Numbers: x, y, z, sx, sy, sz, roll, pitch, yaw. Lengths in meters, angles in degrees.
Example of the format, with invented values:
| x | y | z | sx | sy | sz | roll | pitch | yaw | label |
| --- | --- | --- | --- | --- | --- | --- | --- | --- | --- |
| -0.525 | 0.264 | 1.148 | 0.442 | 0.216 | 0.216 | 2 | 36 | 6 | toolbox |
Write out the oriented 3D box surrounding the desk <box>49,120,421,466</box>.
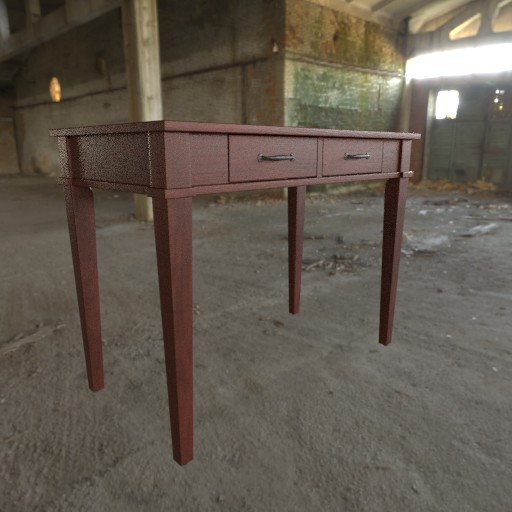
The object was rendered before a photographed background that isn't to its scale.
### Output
| x | y | z | sx | sy | sz | roll | pitch | yaw | label |
| --- | --- | --- | --- | --- | --- | --- | --- | --- | --- |
| 0.000 | 0.000 | 1.411 | 1.001 | 0.762 | 0.549 | -13 | 19 | -43 | desk |
